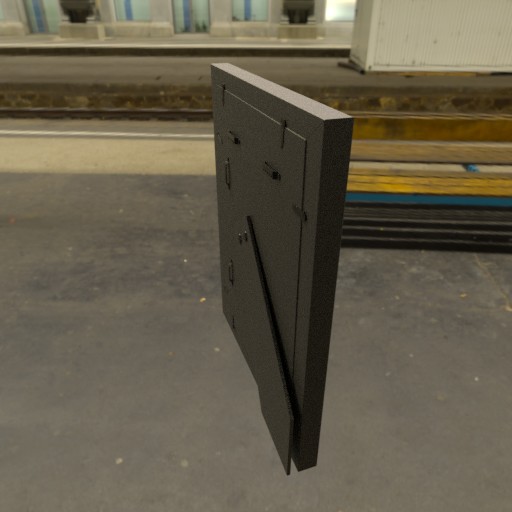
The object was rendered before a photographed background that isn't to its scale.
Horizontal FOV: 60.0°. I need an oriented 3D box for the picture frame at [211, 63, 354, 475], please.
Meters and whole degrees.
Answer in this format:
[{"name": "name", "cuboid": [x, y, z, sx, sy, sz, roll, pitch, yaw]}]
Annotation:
[{"name": "picture frame", "cuboid": [0.000, 0.000, 0.520, 0.036, 0.383, 0.307, -10, 32, -17]}]
